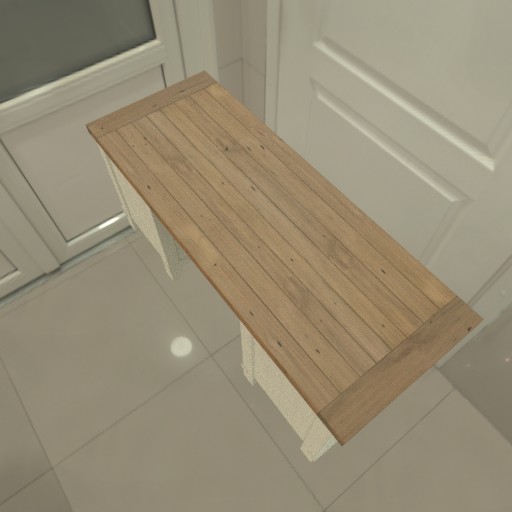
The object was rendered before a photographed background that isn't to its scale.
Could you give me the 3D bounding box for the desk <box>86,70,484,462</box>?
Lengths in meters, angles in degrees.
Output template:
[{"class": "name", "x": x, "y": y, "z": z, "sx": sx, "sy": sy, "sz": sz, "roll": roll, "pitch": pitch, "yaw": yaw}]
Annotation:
[{"class": "desk", "x": 0.000, "y": 0.000, "z": 2.188, "sx": 0.688, "sy": 0.760, "sz": 1.803, "roll": -33, "pitch": 64, "yaw": -19}]
